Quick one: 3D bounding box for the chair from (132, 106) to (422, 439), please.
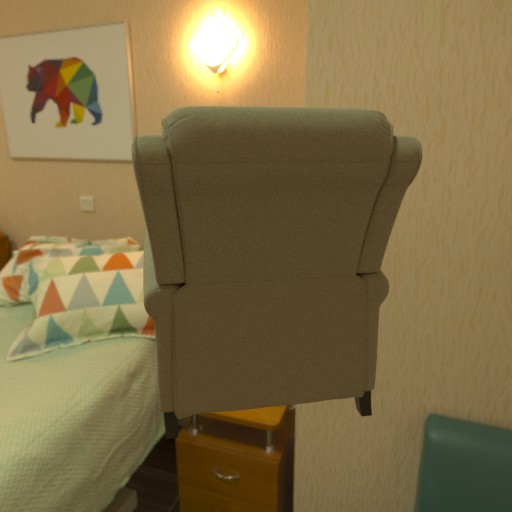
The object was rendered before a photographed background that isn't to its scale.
[{"bbox_3d":[0.000,0.000,1.707,0.859,1.046,0.919,-3,15,-10],"label":"chair"}]
